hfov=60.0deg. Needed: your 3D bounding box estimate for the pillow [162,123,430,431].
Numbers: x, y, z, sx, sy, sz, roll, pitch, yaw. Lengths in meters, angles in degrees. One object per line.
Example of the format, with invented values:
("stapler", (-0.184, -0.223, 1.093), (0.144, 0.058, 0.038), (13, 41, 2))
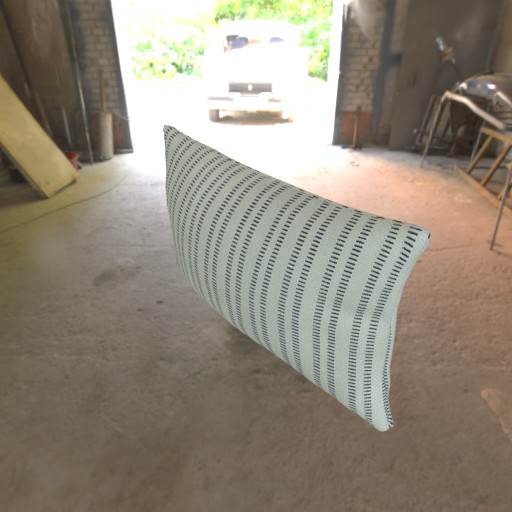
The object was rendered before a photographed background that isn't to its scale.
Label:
("pillow", (0.000, 0.000, 0.807), (0.210, 0.353, 0.640), (-22, 37, -32))
